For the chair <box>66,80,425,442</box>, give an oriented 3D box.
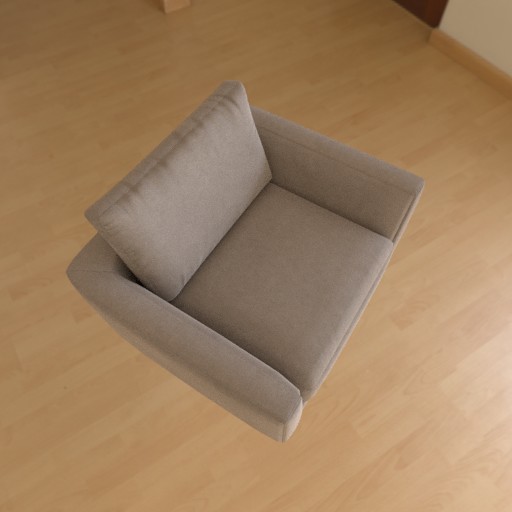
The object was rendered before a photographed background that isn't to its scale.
[{"bbox_3d":[0.000,0.000,1.691,0.889,0.864,1.041,28,63,16],"label":"chair"}]
